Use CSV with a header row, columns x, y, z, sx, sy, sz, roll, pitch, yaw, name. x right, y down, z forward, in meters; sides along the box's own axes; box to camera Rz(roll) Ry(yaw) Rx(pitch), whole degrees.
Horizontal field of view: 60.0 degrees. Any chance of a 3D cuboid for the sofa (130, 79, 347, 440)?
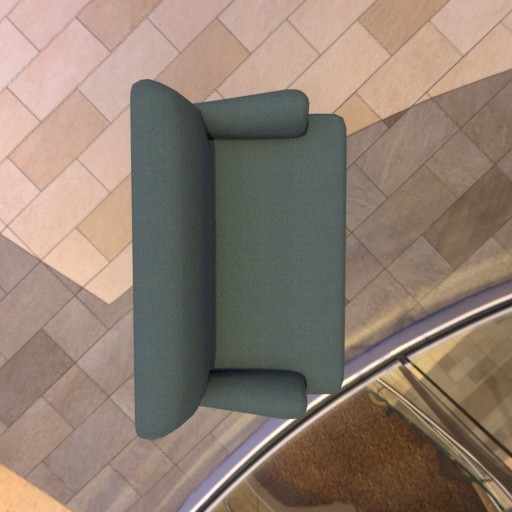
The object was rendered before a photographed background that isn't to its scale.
x,y,z,sx,sy,sz,roll,pitch,yaw,name
0.000,0.000,1.844,0.779,0.889,1.297,0,93,1,sofa
